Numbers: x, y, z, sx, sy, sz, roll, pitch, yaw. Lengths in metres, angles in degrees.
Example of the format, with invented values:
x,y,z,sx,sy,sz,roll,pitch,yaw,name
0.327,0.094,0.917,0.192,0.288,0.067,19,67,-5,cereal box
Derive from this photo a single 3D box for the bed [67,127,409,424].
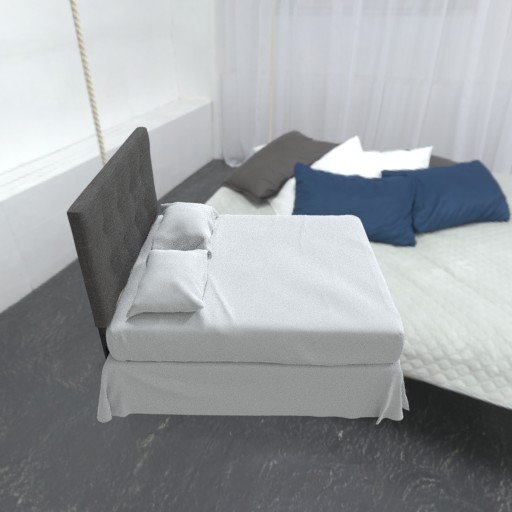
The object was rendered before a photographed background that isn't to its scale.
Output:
x,y,z,sx,sy,sz,roll,pitch,yaw,name
0.000,0.000,3.492,2.222,1.577,1.936,0,32,1,bed
